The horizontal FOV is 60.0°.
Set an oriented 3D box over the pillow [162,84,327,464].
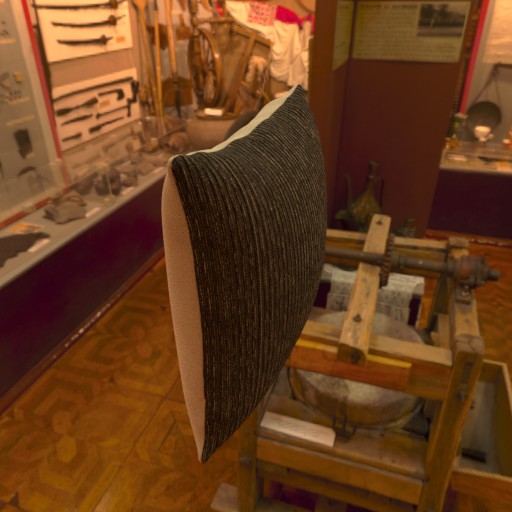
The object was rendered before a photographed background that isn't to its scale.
[{"bbox_3d":[0.000,0.000,0.675,0.196,0.434,0.433,10,32,17],"label":"pillow"}]
